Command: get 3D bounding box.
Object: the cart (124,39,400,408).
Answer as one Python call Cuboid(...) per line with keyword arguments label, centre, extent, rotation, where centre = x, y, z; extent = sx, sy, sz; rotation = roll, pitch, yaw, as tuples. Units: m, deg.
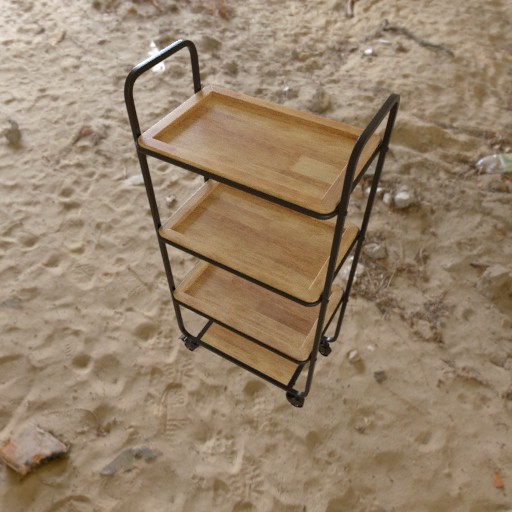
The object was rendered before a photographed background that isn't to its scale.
Cuboid(label="cart", centre=(0.000, 0.000, 1.308), extent=(0.545, 1.080, 0.321), rotation=(23, 52, 19))
